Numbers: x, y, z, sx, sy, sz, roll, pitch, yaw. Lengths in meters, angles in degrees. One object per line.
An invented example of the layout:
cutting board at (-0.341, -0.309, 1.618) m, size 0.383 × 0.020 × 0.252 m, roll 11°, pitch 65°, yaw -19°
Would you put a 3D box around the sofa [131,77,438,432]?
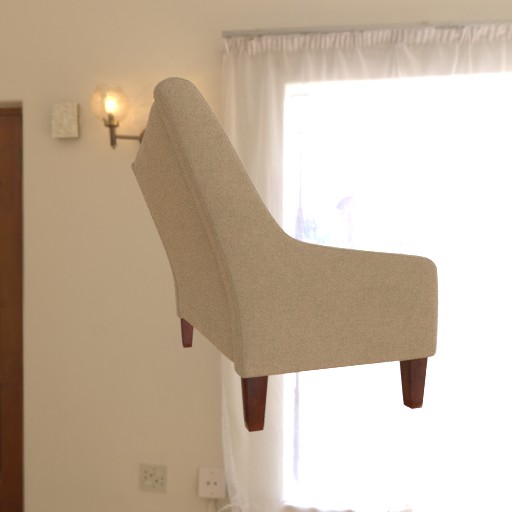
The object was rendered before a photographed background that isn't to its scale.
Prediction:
sofa at (0.000, 0.000, 1.861) m, size 0.946 × 0.976 × 1.212 m, roll 0°, pitch 1°, yaw -19°
